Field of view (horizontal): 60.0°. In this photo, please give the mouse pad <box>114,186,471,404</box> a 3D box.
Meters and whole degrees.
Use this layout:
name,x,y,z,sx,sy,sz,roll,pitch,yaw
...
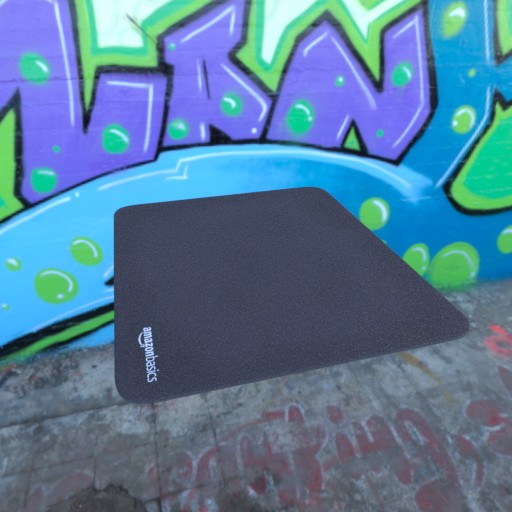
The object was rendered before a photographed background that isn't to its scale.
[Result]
name,x,y,z,sx,sy,sz,roll,pitch,yaw
mouse pad,0.000,0.000,0.342,0.211,0.002,0.249,-8,31,-13
